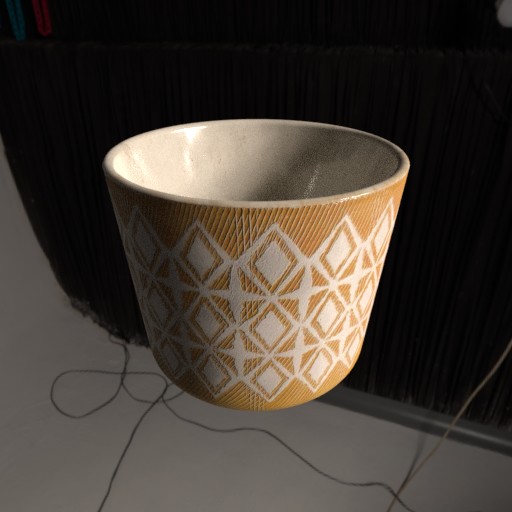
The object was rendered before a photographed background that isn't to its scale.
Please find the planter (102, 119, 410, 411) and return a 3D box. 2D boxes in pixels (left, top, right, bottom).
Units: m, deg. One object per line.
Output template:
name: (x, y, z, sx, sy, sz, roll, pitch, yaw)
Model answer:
planter: (0.000, 0.000, 0.215, 0.126, 0.104, 0.126, 0, 29, 0)
